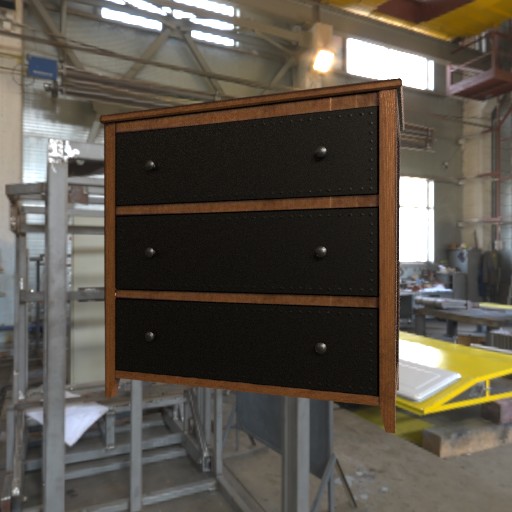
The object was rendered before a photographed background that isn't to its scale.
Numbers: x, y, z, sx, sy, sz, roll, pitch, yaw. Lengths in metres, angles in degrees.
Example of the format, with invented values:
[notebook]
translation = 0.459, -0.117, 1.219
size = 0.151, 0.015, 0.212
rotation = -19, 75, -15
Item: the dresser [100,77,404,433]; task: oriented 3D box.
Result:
[dresser]
translation = 0.000, 0.000, 1.979
size = 1.250, 1.224, 0.591
rotation = 0, 0, 19
